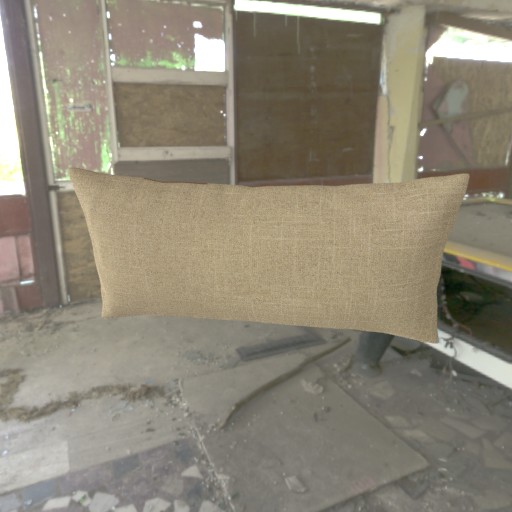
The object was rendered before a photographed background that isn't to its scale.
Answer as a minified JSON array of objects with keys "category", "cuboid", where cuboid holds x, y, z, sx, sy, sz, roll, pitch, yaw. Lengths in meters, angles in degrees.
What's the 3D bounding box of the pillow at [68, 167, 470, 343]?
[{"category":"pillow","cuboid":[0.000,0.000,0.730,0.612,0.282,0.155,3,16,10]}]
